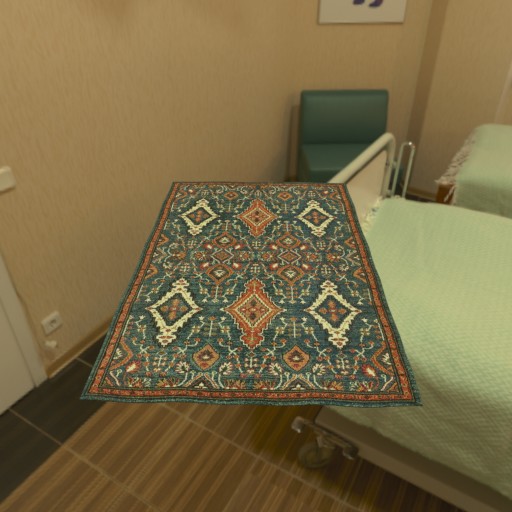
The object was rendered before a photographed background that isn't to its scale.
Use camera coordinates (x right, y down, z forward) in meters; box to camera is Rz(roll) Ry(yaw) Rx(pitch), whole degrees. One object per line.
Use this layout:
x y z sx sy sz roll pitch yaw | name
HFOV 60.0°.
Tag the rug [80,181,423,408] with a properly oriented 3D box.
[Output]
0.000 0.000 4.175 2.190 0.008 3.371 1 34 1 | rug
